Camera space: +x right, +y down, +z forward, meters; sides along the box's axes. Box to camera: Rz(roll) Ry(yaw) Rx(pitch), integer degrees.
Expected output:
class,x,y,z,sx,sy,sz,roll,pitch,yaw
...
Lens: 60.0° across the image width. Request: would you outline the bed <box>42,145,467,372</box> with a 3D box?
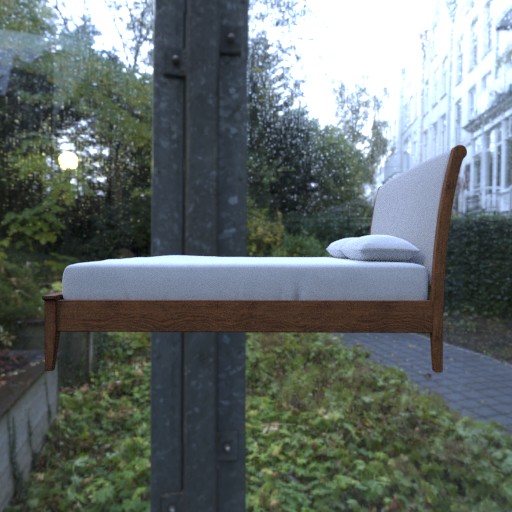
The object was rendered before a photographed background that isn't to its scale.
class,x,y,z,sx,sy,sz,roll,pitch,yaw
bed,0.000,0.000,2.934,2.108,1.135,1.502,0,1,1
